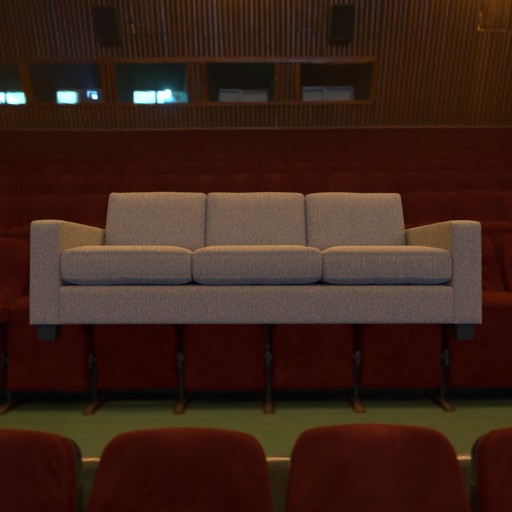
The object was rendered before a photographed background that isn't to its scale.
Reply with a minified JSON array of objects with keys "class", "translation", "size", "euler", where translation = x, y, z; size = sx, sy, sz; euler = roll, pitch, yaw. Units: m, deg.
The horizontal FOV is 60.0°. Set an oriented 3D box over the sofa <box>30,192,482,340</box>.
[{"class":"sofa","translation":[0.000,0.000,2.501],"size":[2.120,0.800,0.900],"euler":[0,-1,-1]}]
